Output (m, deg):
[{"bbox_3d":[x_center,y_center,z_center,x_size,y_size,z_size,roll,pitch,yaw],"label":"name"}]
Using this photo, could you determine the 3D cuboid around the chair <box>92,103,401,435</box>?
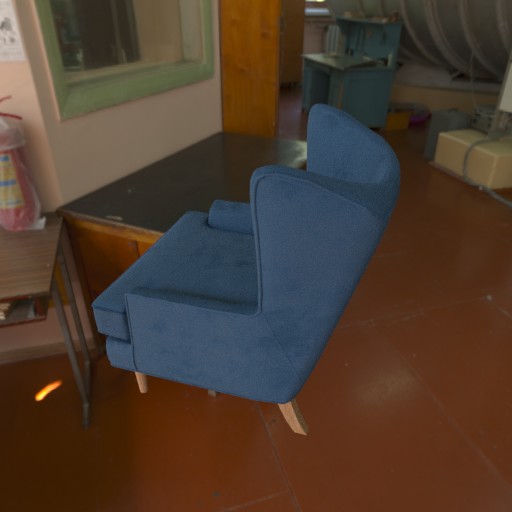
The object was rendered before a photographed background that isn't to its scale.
[{"bbox_3d":[0.000,0.000,1.623,0.910,0.952,0.793,9,32,15],"label":"chair"}]
